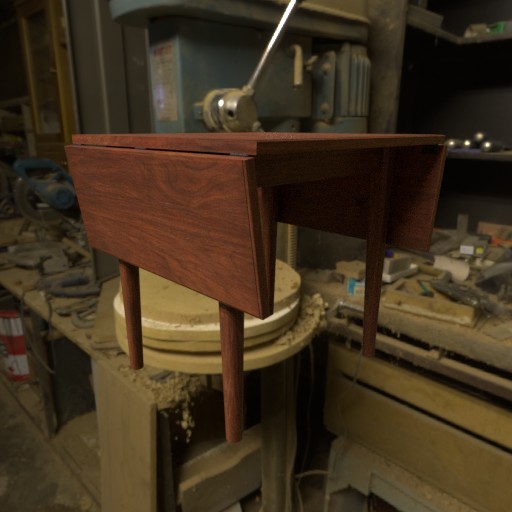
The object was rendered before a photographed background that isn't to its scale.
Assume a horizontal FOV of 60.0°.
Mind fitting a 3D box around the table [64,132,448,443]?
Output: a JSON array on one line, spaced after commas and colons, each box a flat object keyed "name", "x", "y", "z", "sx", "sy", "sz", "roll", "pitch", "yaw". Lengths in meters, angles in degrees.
[{"name": "table", "x": 0.000, "y": 0.000, "z": 1.445, "sx": 0.843, "sy": 0.763, "sz": 0.812, "roll": -15, "pitch": 22, "yaw": -42}]
